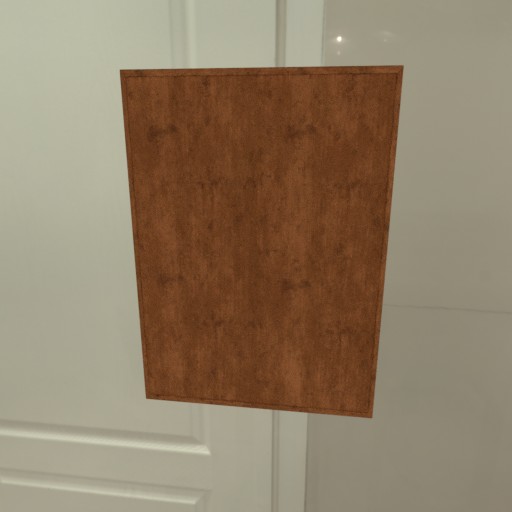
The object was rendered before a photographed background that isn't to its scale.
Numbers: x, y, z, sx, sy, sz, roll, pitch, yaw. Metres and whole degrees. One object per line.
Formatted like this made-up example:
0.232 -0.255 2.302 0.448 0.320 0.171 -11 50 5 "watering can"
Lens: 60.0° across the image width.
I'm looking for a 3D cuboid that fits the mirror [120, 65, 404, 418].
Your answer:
0.000 0.000 1.397 0.796 1.099 0.028 2 17 8 "mirror"
